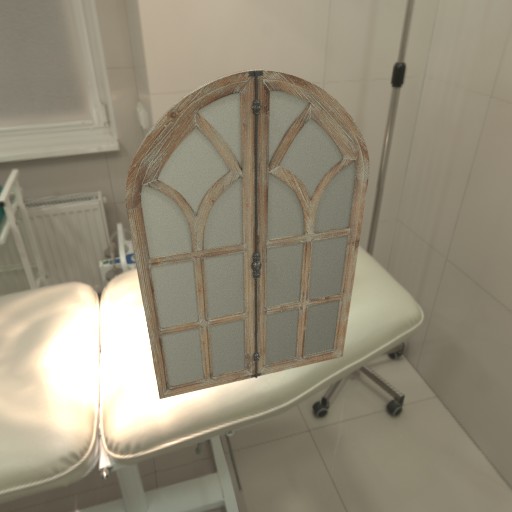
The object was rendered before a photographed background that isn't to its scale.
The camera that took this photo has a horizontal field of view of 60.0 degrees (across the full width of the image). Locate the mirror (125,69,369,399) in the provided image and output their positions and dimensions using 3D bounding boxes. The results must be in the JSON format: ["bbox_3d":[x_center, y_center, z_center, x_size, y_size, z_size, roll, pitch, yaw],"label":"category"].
[{"bbox_3d":[0.000,0.000,1.168,0.609,0.915,0.032,-9,34,-14],"label":"mirror"}]
